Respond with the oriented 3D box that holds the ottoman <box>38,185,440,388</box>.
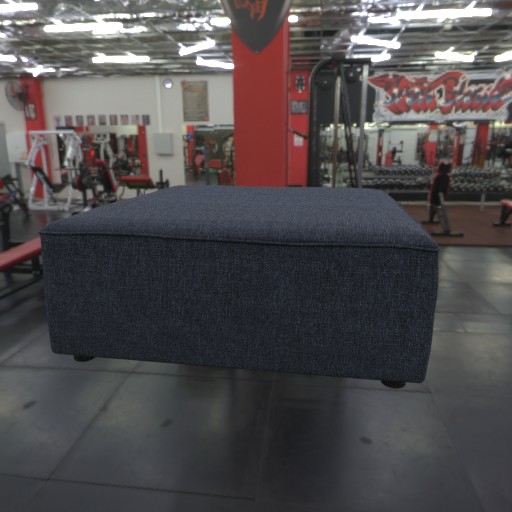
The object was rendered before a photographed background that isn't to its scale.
[{"bbox_3d":[0.000,0.000,1.580,1.023,0.423,1.017,3,15,10],"label":"ottoman"}]
